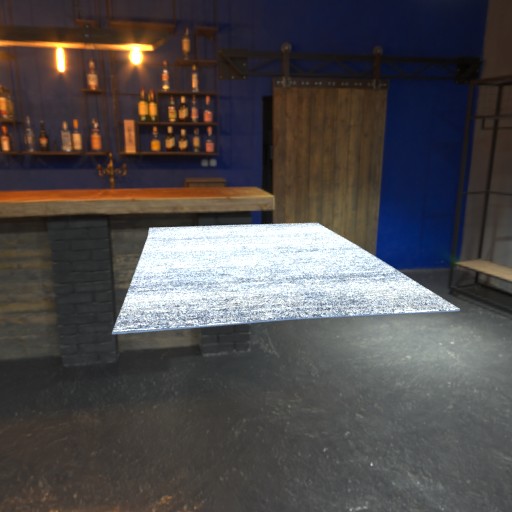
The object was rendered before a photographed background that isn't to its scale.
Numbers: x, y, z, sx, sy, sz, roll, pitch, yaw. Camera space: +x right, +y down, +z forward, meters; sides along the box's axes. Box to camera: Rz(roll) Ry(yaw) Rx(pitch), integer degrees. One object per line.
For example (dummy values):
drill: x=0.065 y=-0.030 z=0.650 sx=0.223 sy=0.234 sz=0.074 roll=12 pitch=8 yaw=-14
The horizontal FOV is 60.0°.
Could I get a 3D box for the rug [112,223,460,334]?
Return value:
rug: x=0.000 y=0.000 z=3.120 sx=1.624 sy=0.030 sz=2.349 roll=-2 pitch=15 yaw=-9
